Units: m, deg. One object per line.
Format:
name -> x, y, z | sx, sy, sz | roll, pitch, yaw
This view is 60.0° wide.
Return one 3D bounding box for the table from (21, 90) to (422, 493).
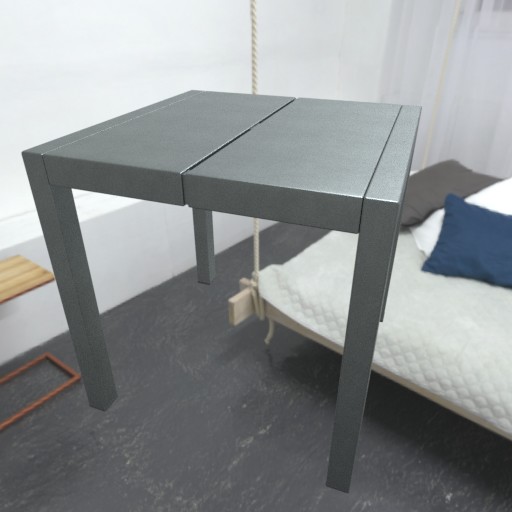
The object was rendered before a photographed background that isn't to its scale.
table -> 0.000, 0.000, 0.868 | 0.508, 0.508, 0.508 | 11, 32, 18
